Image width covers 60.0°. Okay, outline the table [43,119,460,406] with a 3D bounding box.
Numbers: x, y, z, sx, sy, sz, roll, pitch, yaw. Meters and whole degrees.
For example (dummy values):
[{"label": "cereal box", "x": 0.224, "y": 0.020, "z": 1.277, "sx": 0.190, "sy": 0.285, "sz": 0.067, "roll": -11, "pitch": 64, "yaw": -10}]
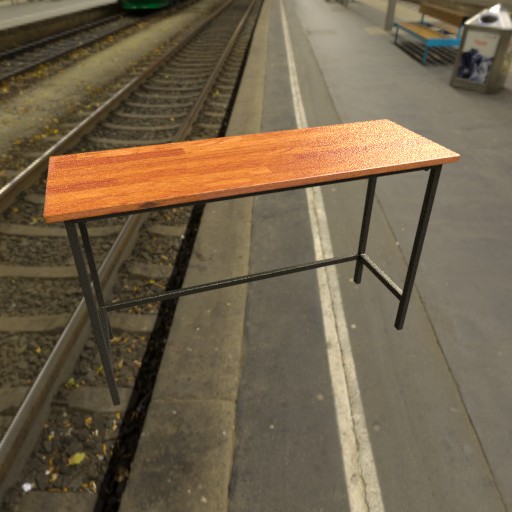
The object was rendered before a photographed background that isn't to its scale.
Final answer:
[{"label": "table", "x": 0.000, "y": 0.000, "z": 1.572, "sx": 1.204, "sy": 0.740, "sz": 0.408, "roll": -11, "pitch": 35, "yaw": -16}]
